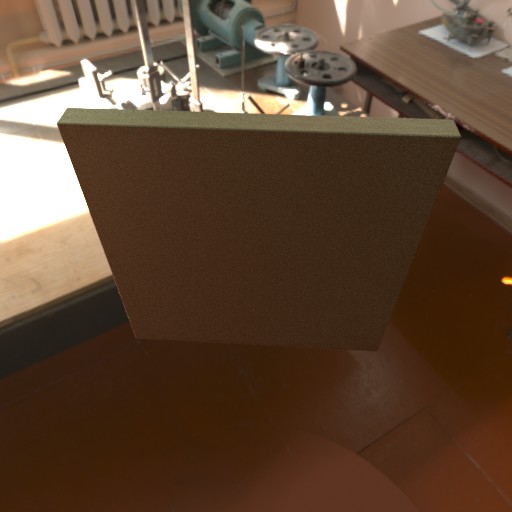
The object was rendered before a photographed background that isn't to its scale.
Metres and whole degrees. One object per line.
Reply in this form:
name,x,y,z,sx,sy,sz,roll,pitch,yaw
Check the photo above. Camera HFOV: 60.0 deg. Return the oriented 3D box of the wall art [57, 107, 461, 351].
wall art,0.000,0.000,0.749,0.503,0.506,0.040,3,48,2
